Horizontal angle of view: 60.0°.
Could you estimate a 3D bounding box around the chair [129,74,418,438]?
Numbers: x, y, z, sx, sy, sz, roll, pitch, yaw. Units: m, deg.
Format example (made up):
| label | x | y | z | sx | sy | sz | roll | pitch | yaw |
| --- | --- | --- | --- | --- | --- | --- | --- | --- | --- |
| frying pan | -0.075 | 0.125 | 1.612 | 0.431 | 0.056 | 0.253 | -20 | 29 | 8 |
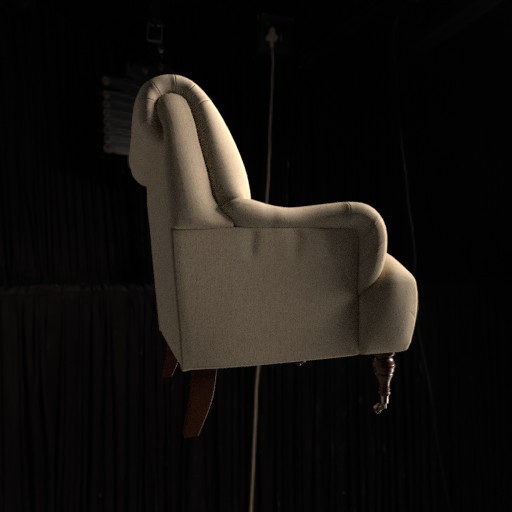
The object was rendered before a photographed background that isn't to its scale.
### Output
| label | x | y | z | sx | sy | sz | roll | pitch | yaw |
| --- | --- | --- | --- | --- | --- | --- | --- | --- | --- |
| chair | 0.000 | 0.000 | 1.542 | 0.842 | 0.944 | 0.766 | 0 | 0 | -17 |
